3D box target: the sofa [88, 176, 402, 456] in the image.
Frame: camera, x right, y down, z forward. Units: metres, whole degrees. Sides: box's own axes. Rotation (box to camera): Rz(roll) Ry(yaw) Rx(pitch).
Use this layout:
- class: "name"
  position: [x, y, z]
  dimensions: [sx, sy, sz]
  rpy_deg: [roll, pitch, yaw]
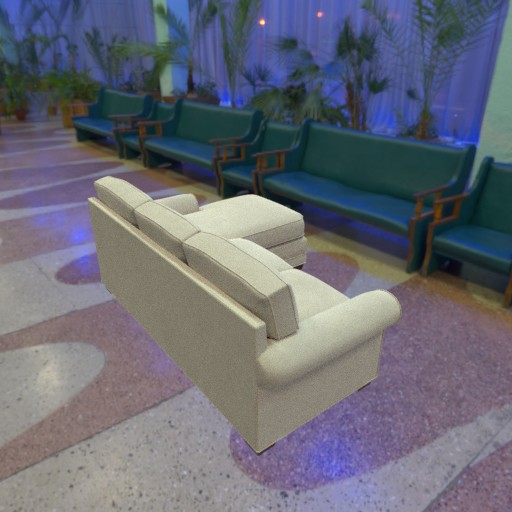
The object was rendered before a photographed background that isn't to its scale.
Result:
- class: "sofa"
  position: [0.000, 0.000, 2.417]
  dimensions: [1.226, 0.734, 1.770]
  rpy_deg: [-18, 32, -33]
